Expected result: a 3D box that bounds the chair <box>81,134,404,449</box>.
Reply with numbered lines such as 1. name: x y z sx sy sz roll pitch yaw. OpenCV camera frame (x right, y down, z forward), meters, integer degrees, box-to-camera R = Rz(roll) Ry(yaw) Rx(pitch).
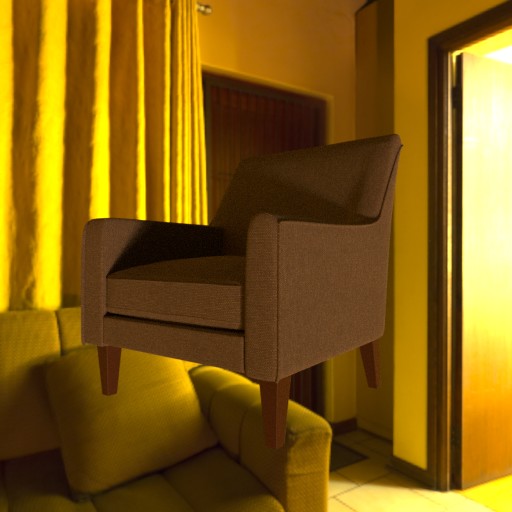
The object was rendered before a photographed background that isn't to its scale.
1. chair: 0.000 0.000 1.580 0.780 0.919 0.899 0 0 37
